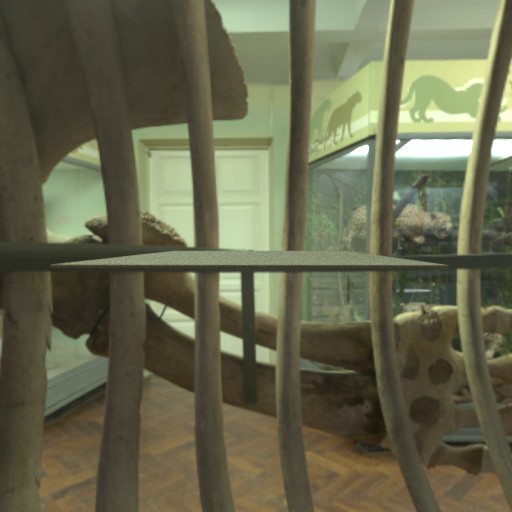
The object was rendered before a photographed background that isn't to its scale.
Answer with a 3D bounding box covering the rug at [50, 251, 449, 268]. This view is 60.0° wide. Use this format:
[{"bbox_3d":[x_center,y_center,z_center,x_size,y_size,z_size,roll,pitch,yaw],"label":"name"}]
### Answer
[{"bbox_3d":[0.000,0.000,2.278,1.240,0.010,1.824,0,2,2],"label":"rug"}]
